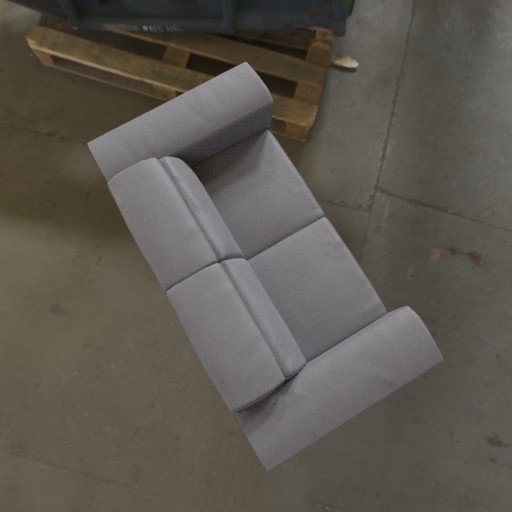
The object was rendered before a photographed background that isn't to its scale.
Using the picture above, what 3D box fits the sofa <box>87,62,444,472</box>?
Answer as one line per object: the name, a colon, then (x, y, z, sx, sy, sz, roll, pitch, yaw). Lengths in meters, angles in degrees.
sofa: (0.000, 0.000, 2.441, 1.003, 0.779, 1.895, -30, 79, -6)
